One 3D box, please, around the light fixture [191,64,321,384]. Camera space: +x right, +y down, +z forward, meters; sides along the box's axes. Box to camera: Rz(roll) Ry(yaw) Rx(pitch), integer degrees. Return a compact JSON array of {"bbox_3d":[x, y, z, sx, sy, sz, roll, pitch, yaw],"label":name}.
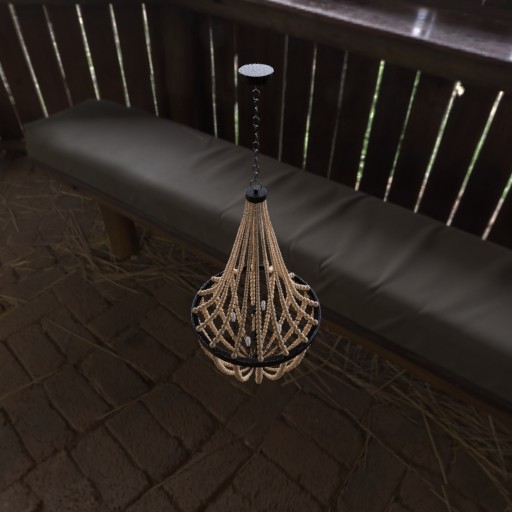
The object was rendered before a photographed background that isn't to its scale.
[{"bbox_3d":[0.000,0.000,1.381,0.450,1.133,0.450,0,42,0],"label":"light fixture"}]
